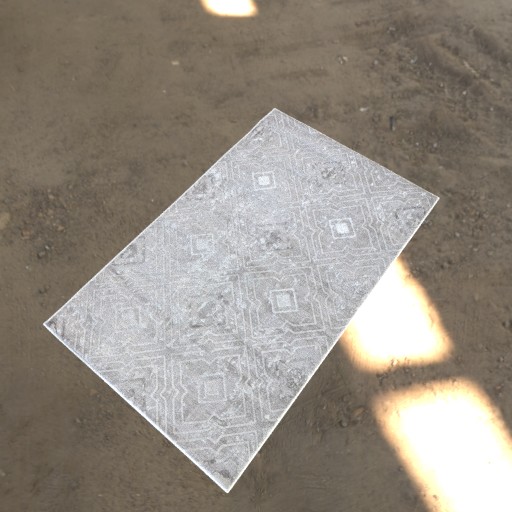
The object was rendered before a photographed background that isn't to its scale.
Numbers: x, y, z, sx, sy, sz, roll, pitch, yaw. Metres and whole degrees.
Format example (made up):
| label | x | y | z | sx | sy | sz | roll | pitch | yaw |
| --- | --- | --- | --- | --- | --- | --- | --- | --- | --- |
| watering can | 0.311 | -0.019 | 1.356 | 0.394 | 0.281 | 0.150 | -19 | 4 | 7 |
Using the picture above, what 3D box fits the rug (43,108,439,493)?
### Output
| label | x | y | z | sx | sy | sz | roll | pitch | yaw |
| --- | --- | --- | --- | --- | --- | --- | --- | --- | --- |
| rug | 0.000 | 0.000 | 3.043 | 1.537 | 0.036 | 2.447 | 34 | 66 | 17 |
